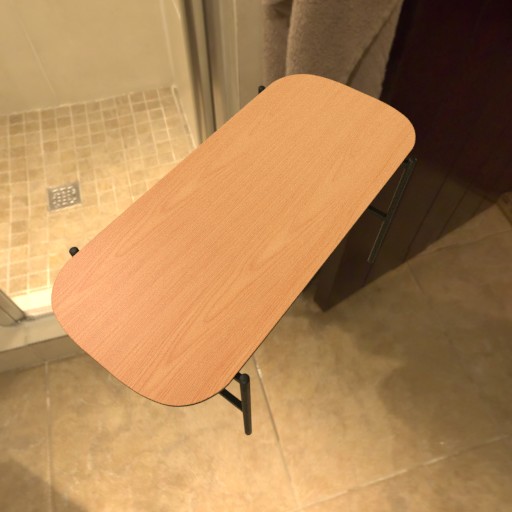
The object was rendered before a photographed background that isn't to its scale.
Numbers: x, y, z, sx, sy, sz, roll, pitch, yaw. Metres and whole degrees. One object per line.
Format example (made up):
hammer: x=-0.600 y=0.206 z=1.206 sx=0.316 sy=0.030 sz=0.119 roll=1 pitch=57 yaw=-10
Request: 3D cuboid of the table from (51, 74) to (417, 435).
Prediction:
table: x=0.000 y=0.000 z=1.016 sx=0.400 sy=0.400 sz=0.800 roll=32 pitch=63 yaw=19
